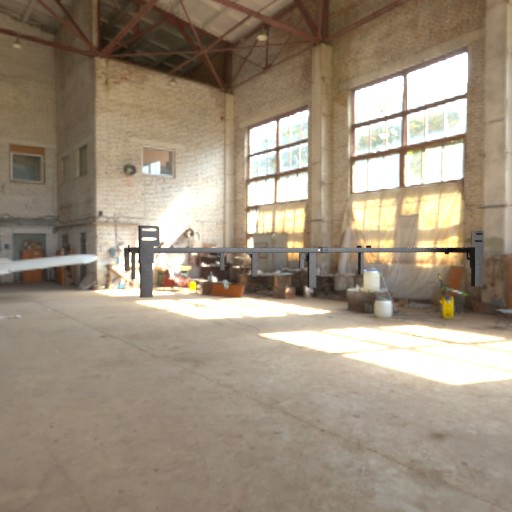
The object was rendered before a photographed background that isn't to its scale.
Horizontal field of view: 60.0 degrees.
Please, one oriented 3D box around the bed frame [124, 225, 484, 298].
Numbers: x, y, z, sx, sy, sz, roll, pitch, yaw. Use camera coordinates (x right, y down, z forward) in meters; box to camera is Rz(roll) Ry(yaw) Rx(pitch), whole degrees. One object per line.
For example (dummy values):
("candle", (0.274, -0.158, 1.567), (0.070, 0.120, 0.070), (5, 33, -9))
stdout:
("bed frame", (0.000, 0.000, 2.694), (1.498, 0.248, 1.990), (0, 1, -18))
